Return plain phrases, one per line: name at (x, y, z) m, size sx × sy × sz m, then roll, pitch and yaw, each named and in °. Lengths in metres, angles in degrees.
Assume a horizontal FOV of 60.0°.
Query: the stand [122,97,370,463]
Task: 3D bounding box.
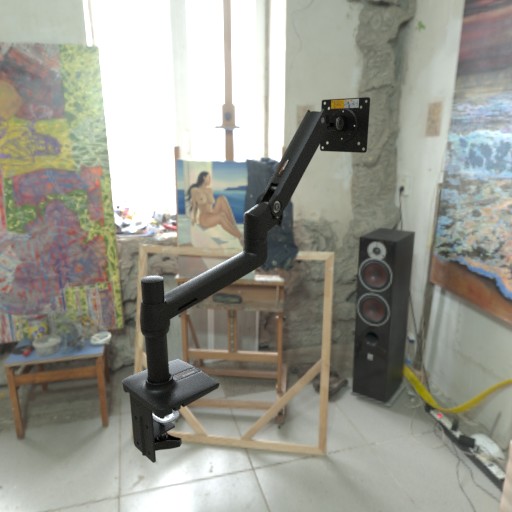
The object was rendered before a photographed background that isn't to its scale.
stand at (0.000, 0.000, 1.019) m, size 0.152 × 0.713 × 0.650 m, roll 15°, pitch 22°, yaw 43°
